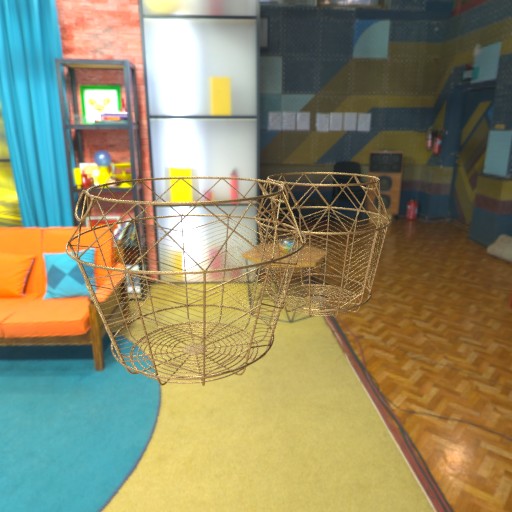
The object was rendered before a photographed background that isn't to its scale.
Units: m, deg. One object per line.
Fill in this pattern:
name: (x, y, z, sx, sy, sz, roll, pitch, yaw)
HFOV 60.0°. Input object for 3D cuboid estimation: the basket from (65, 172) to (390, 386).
basket: (0.000, 0.000, 1.002, 0.805, 0.343, 0.451, -15, 22, -42)
